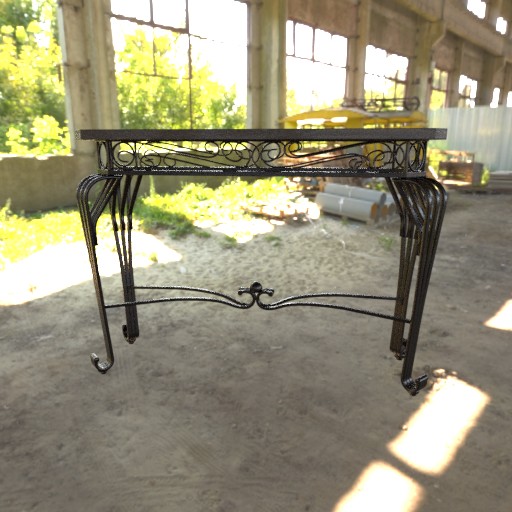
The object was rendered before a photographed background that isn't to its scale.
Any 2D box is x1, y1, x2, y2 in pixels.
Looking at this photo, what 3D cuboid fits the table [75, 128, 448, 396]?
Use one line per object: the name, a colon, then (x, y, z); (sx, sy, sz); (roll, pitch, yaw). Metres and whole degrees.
table: (0.000, 0.000, 1.466); (1.112, 0.800, 0.329); (2, 14, 7)
